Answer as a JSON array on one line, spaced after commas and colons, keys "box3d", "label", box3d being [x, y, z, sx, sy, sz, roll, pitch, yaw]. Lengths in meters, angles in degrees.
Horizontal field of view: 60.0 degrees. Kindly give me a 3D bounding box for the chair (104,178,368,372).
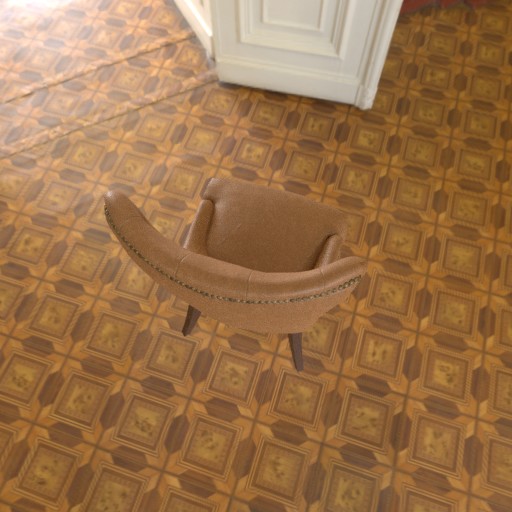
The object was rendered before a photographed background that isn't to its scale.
[{"box3d": [0.000, 0.000, 1.500, 0.611, 1.065, 0.669, 16, 66, 7], "label": "chair"}]
